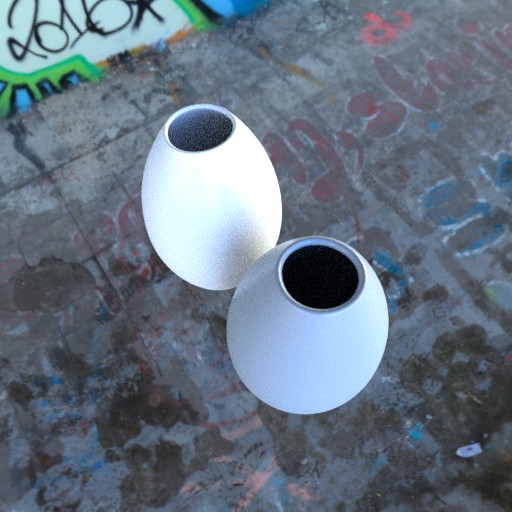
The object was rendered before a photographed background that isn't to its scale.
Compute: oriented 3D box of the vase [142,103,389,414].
[{"bbox_3d":[0.000,0.000,0.259,0.089,0.131,0.187,-32,68,-15],"label":"vase"}]
